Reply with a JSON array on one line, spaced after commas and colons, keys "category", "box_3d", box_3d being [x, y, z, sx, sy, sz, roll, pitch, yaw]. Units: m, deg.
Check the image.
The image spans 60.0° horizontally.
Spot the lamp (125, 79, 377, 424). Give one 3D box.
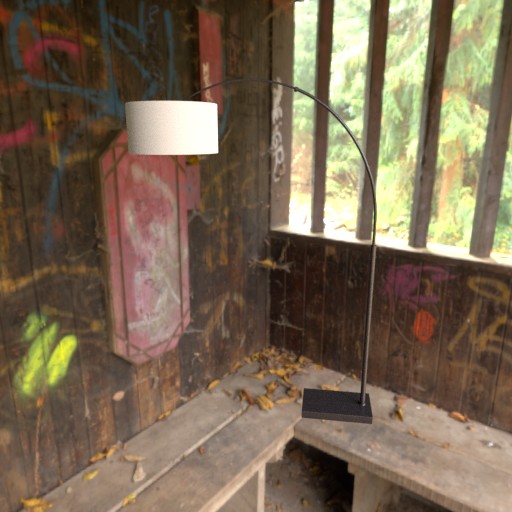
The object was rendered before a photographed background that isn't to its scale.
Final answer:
[{"category": "lamp", "box_3d": [0.000, 0.000, 2.576, 1.424, 1.927, 0.493, 2, 15, 8]}]
